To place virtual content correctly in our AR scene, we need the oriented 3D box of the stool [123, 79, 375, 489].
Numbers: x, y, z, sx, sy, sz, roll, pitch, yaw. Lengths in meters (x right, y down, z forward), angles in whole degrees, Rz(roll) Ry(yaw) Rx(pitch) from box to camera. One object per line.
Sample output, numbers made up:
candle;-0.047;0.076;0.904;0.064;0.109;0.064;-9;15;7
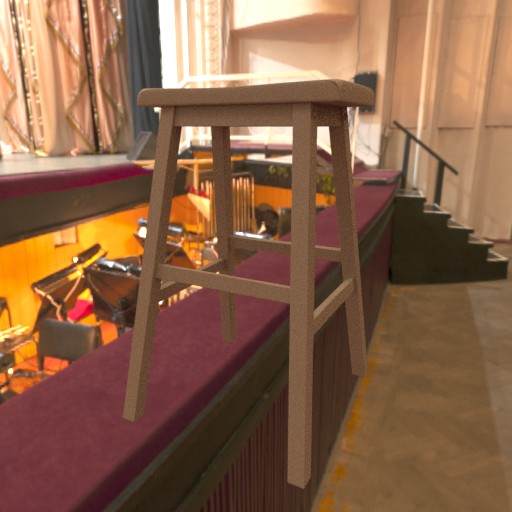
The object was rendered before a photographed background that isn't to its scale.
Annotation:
stool;0.000;0.000;1.040;0.457;0.737;0.476;8;18;27
